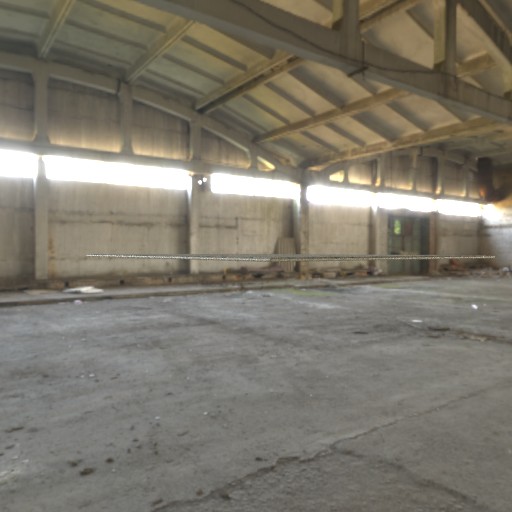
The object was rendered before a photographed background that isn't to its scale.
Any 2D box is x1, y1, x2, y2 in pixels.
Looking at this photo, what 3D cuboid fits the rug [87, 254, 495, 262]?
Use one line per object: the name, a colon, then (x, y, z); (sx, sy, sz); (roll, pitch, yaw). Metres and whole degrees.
rug: (0.000, 0.000, 2.288); (1.213, 0.012, 1.831); (0, 1, -36)
